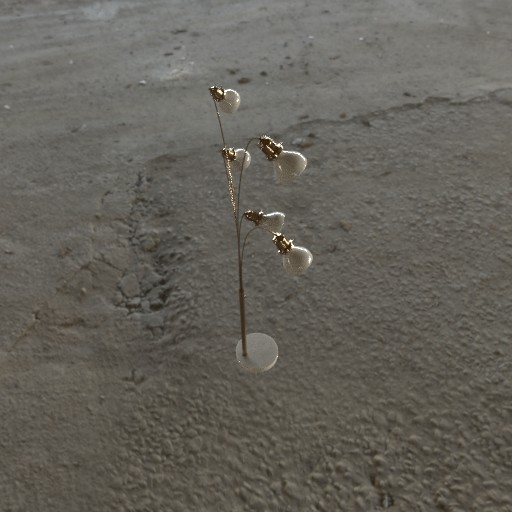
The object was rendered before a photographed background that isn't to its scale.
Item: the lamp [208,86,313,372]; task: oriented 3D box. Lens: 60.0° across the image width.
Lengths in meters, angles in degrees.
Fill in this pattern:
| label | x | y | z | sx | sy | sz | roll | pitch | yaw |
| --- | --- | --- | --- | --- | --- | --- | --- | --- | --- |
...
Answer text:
| label | x | y | z | sx | sy | sz | roll | pitch | yaw |
| --- | --- | --- | --- | --- | --- | --- | --- | --- | --- |
| lamp | 0.000 | 0.000 | 3.006 | 0.361 | 2.423 | 1.405 | -12 | 48 | -11 |
